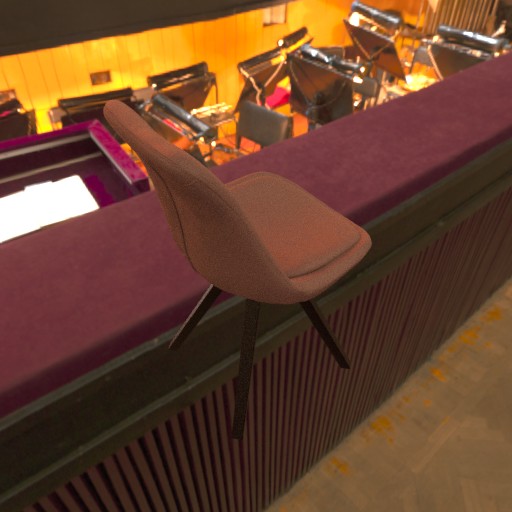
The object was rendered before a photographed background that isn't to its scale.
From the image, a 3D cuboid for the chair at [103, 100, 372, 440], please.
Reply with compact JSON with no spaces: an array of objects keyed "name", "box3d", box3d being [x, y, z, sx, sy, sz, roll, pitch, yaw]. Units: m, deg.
[{"name":"chair","box3d":[0.000,0.000,1.164,0.547,0.865,0.483,-26,47,-26]}]
